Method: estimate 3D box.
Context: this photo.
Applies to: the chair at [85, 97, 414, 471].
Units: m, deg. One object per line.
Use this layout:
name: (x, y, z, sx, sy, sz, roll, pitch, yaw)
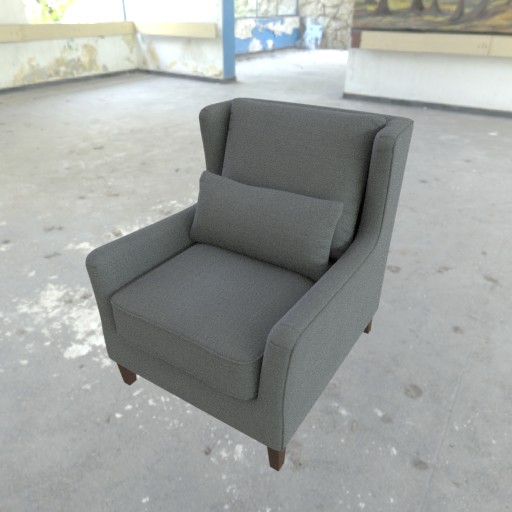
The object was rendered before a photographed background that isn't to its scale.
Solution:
chair: (0.000, 0.000, 1.779, 0.866, 1.056, 1.040, 18, 34, 28)
